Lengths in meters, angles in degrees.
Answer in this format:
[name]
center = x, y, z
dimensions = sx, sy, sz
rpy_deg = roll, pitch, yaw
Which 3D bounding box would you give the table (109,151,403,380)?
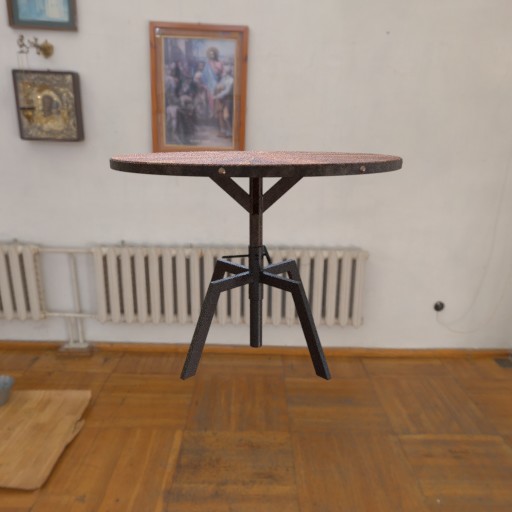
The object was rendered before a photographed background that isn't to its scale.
[table]
center = 0.000, 0.000, 1.489
dimensions = 0.885, 0.658, 0.885
rpy_deg = 0, 15, 0
